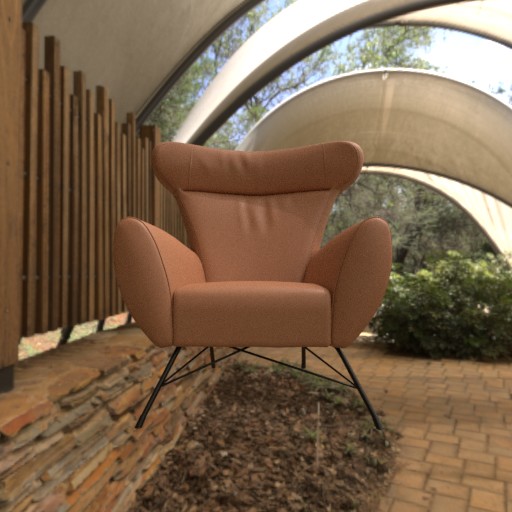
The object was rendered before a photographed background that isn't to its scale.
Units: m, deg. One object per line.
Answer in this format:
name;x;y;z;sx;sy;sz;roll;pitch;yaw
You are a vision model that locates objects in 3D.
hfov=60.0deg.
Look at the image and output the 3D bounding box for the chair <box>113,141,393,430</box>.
chair;0.000;0.000;1.781;0.980;1.050;0.900;0;-1;1
